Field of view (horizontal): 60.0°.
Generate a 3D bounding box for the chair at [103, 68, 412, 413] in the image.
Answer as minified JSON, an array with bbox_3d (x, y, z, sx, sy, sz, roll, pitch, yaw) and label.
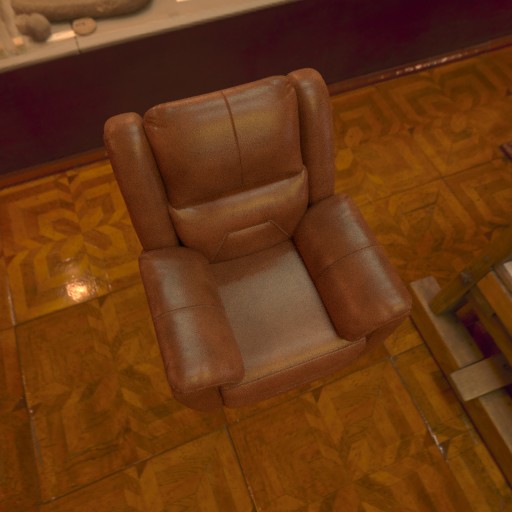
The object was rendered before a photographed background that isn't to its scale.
[{"bbox_3d":[0.000,0.000,1.916,0.990,1.093,1.041,-18,64,-9],"label":"chair"}]
